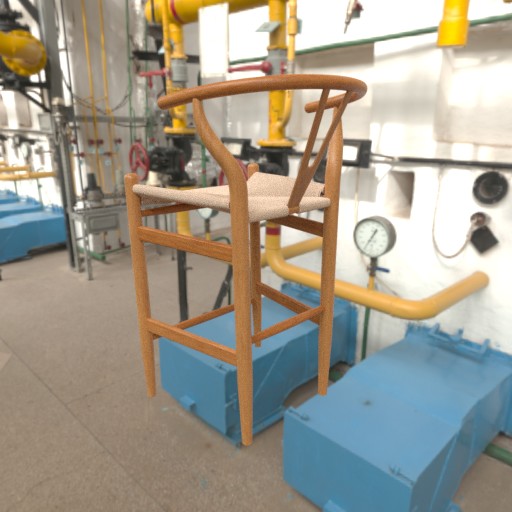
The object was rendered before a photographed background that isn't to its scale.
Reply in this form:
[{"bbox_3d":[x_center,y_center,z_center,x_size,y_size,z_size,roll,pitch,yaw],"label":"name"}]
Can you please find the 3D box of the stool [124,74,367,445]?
[{"bbox_3d":[0.000,0.000,1.331,0.569,0.970,0.579,-15,23,-41],"label":"stool"}]
